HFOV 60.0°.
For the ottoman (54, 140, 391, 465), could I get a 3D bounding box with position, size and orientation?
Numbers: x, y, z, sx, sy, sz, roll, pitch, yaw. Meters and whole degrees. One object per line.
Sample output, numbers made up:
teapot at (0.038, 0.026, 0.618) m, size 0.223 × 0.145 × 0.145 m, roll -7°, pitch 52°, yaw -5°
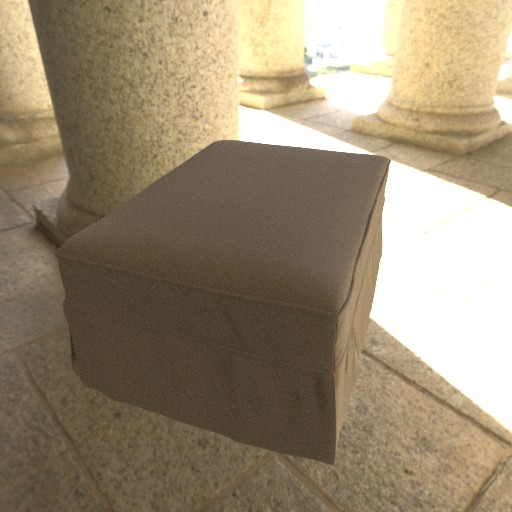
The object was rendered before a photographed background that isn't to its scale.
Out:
ottoman at (0.000, 0.000, 1.324) m, size 0.721 × 0.482 × 0.959 m, roll 11°, pitch 33°, yaw 17°
